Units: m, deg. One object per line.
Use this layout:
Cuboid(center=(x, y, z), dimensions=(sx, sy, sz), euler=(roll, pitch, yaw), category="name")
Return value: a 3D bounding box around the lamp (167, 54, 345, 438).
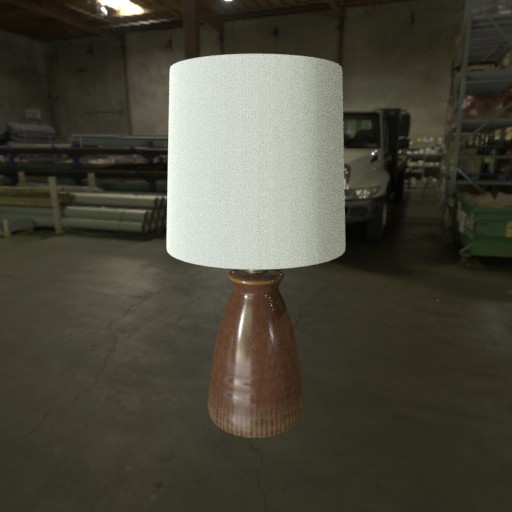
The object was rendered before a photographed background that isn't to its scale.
Cuboid(center=(0.000, 0.000, 0.473), dimensions=(0.186, 0.369, 0.186), euler=(0, 14, 0), category="lamp")
